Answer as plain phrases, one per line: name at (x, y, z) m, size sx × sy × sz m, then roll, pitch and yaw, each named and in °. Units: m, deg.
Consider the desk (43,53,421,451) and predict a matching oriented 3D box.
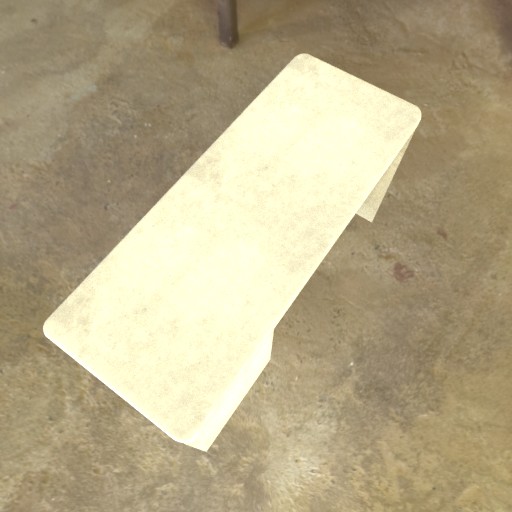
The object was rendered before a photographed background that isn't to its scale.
desk at (0.000, 0.000, 1.789) m, size 0.550 × 0.755 × 1.400 m, roll 32°, pitch 69°, yaw 14°
